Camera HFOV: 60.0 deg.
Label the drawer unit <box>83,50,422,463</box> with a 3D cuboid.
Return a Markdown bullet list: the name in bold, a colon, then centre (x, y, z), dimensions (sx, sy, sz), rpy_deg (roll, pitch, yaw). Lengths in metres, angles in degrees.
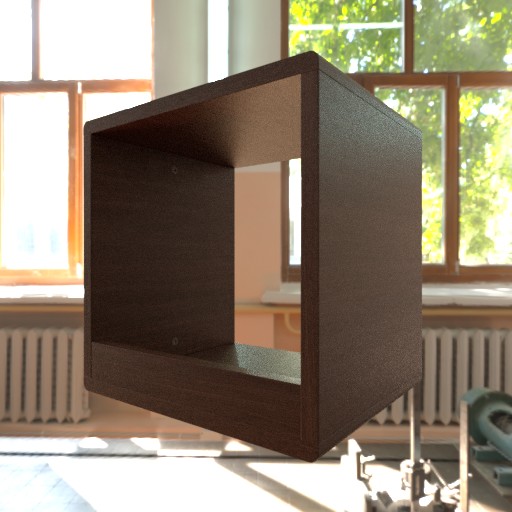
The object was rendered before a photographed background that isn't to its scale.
- **drawer unit**: centre (0.000, 0.000, 0.593), dimensions (0.349, 0.351, 0.290), rpy_deg (0, 0, 37)
